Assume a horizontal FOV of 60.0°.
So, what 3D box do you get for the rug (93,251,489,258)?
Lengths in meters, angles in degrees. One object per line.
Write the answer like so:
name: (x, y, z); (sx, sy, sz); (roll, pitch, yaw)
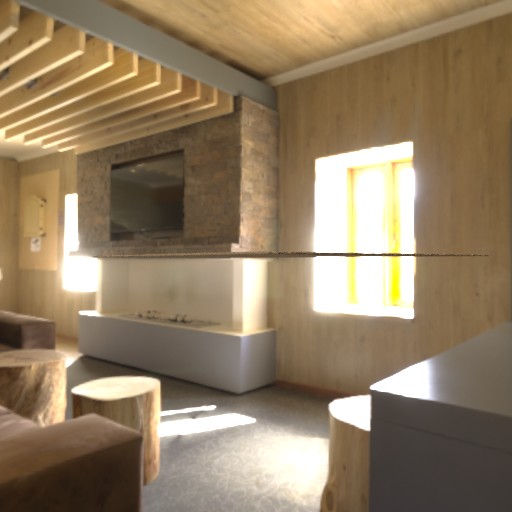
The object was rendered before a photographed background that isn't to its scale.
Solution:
rug: (0.000, 0.000, 3.090); (1.548, 0.013, 2.486); (0, -1, -36)
